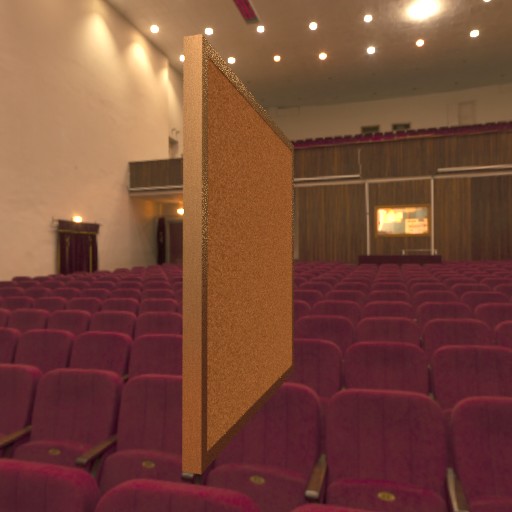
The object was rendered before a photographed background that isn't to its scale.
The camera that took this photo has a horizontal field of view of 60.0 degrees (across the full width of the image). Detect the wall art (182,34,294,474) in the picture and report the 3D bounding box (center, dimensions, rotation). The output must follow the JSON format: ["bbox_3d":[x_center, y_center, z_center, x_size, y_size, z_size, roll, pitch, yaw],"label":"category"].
[{"bbox_3d":[0.000,0.000,1.141,0.036,0.765,0.767,0,-1,17],"label":"wall art"}]
